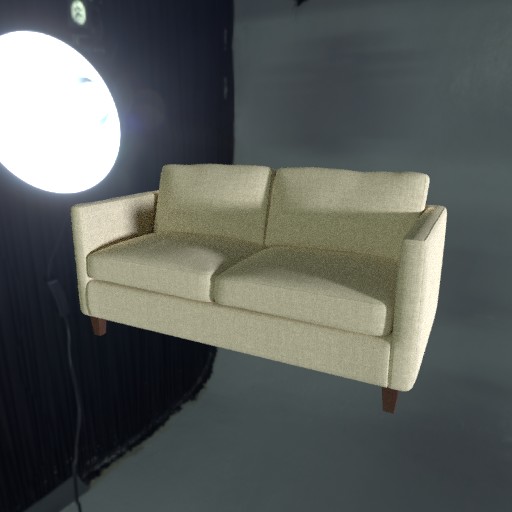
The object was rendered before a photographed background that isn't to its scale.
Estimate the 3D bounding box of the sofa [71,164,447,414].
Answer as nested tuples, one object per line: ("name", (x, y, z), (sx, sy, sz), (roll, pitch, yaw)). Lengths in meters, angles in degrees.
("sofa", (0.000, 0.000, 2.487), (1.884, 0.963, 0.950), (8, 17, 26))
